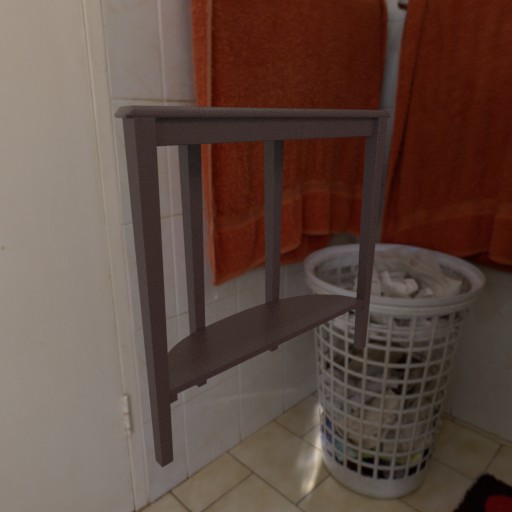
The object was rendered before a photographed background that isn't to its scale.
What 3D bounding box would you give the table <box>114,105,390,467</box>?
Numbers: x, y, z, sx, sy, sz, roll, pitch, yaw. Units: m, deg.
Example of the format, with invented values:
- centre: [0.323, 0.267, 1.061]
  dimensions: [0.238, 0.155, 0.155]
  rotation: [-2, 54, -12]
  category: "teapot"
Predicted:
- centre: [0.000, 0.000, 1.321]
  dimensions: [0.909, 0.831, 0.274]
  rotation: [-16, 23, -41]
  category: "table"
